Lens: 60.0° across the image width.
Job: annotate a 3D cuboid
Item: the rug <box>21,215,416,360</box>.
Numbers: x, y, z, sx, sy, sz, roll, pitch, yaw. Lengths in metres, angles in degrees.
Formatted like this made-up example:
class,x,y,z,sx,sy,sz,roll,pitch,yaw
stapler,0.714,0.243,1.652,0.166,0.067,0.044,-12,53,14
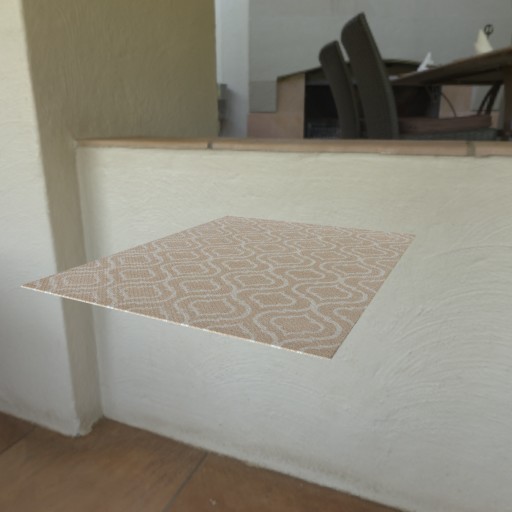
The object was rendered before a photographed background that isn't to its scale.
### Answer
class,x,y,z,sx,sy,sz,roll,pitch,yaw
rug,0.000,0.000,3.893,2.286,0.013,2.894,8,18,26
